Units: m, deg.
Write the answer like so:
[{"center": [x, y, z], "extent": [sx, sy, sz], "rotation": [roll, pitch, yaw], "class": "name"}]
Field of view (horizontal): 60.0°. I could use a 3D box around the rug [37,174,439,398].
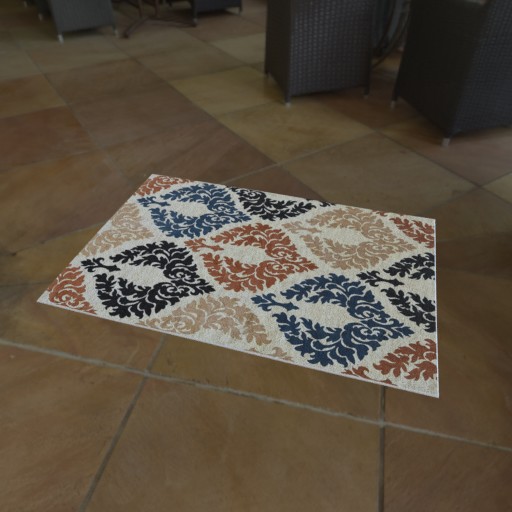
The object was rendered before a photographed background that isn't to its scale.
[{"center": [0.000, 0.000, 2.921], "extent": [2.275, 0.014, 1.514], "rotation": [11, 42, 12], "class": "rug"}]
